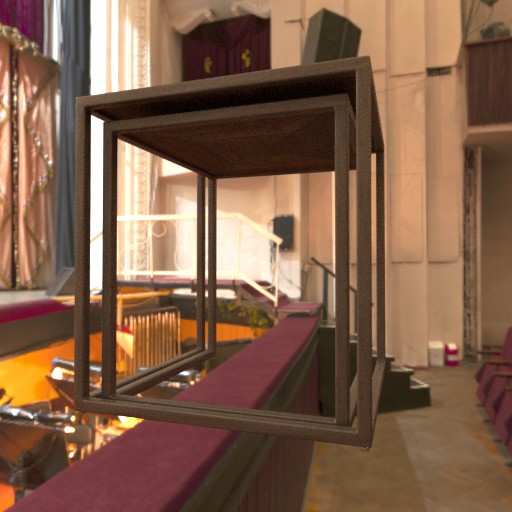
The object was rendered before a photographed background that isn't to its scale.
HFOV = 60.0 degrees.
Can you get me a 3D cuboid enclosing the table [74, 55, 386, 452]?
[{"bbox_3d":[0.000,0.000,0.834,0.450,0.500,0.449,0,-1,18],"label":"table"}]
